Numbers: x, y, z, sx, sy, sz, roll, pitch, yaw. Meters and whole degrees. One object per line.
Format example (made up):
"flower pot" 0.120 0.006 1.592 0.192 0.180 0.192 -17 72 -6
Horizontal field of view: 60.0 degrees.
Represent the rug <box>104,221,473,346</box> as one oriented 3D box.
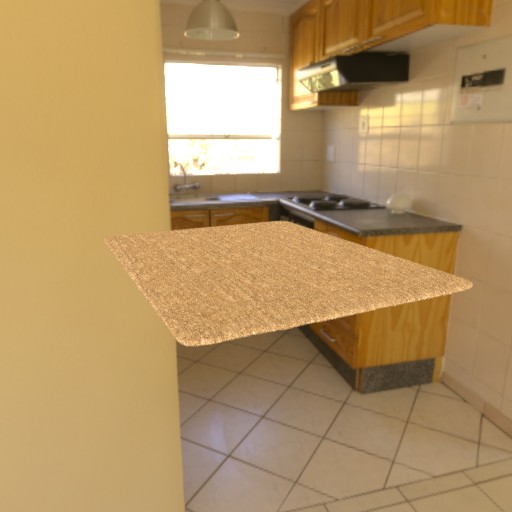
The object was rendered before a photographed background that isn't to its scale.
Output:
"rug" 0.000 0.000 3.959 2.242 0.050 2.873 -7 17 -25
